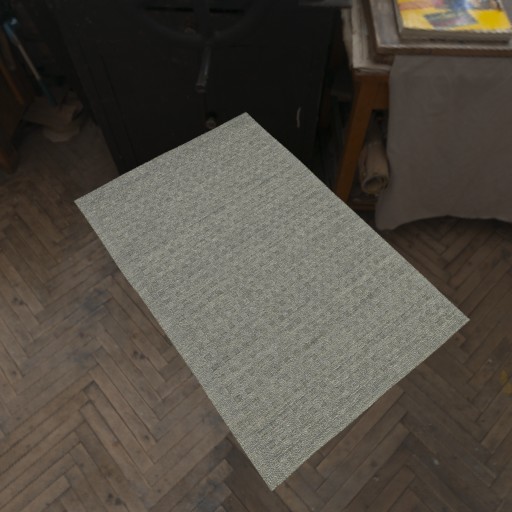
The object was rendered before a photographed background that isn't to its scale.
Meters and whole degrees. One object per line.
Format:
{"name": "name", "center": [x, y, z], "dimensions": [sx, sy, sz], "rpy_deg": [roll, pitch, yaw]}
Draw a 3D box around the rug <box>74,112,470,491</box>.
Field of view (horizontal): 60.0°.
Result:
{"name": "rug", "center": [0.000, 0.000, 2.925], "dimensions": [1.532, 0.018, 2.297], "rpy_deg": [-33, 64, -18]}
